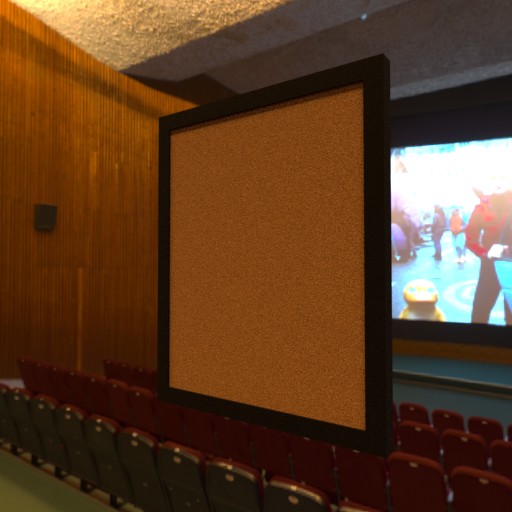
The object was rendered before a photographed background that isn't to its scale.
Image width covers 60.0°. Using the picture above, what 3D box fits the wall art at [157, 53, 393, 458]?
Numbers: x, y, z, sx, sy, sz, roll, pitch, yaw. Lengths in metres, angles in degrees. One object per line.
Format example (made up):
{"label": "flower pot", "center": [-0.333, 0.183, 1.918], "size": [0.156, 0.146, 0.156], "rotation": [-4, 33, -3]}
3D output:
{"label": "wall art", "center": [0.000, 0.000, 0.756], "size": [0.457, 0.559, 0.029], "rotation": [-1, -2, 36]}
